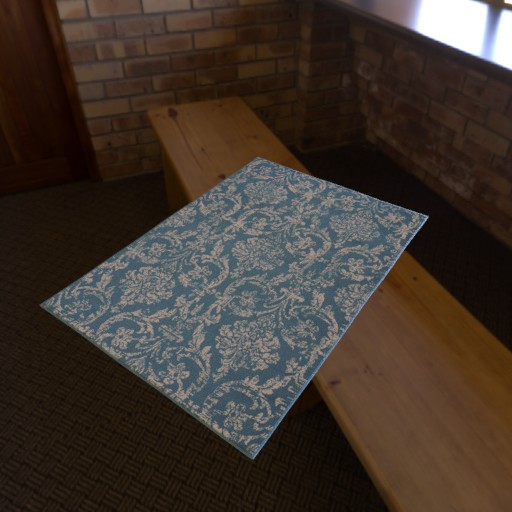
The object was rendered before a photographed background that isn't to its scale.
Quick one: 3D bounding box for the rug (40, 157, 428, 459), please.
[{"bbox_3d":[0.000,0.000,2.941,1.554,0.012,2.205,25,47,26],"label":"rug"}]
